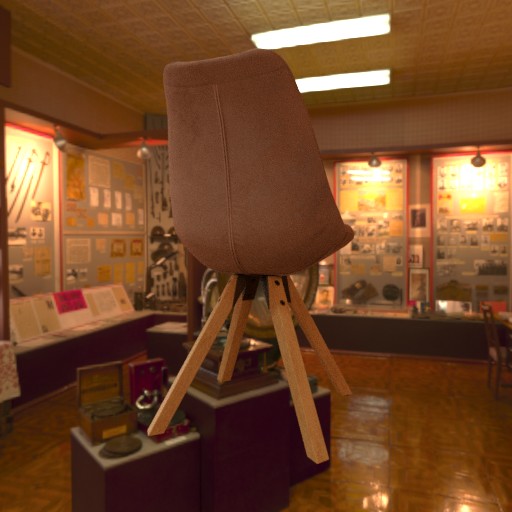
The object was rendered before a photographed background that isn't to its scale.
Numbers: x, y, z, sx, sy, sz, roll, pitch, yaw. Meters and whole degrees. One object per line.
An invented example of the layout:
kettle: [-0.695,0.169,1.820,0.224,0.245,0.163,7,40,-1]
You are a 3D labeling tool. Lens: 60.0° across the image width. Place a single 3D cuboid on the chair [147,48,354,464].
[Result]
chair: [0.000,0.000,1.168,0.485,0.850,0.550,1,2,19]
